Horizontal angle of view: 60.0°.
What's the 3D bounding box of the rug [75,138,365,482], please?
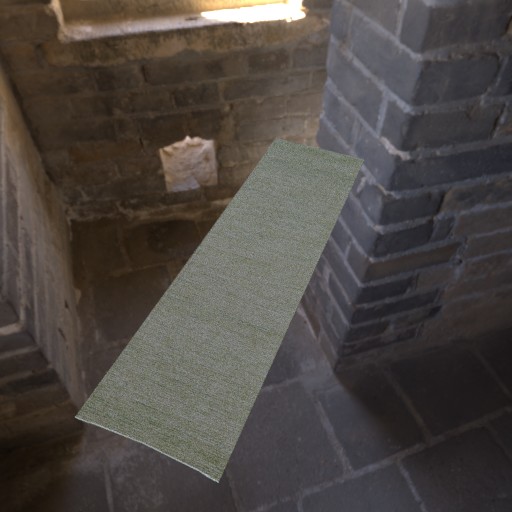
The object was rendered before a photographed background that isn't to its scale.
[{"bbox_3d":[0.000,0.000,2.537,0.686,0.013,2.340,18,50,16],"label":"rug"}]
